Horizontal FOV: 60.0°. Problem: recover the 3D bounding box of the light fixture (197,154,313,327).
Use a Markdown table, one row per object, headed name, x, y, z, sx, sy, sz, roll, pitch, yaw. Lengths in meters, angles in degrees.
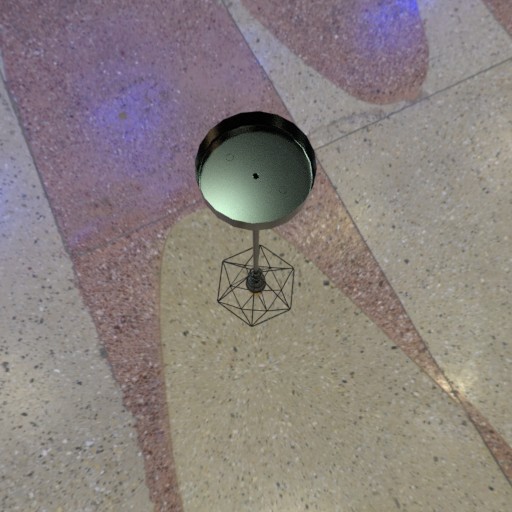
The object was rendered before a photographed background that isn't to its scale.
| name | x | y | z | sx | sy | sz | roll | pitch | yaw |
| --- | --- | --- | --- | --- | --- | --- | --- | --- | --- |
| light fixture | 0.000 | 0.000 | 1.922 | 0.487 | 1.764 | 0.431 | -23 | 77 | -6 |
